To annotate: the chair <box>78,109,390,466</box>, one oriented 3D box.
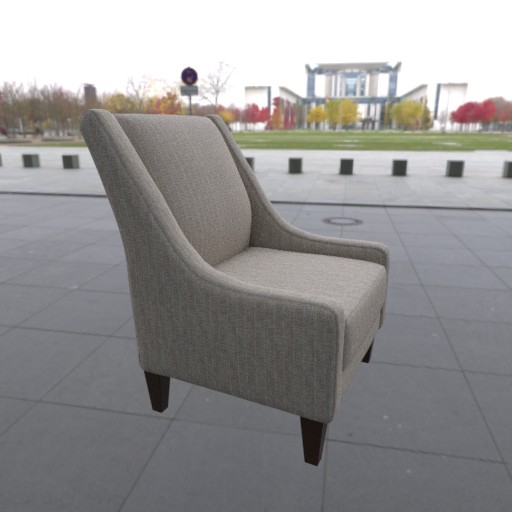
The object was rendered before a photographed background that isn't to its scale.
[{"bbox_3d":[0.000,0.000,1.626,0.870,1.014,0.774,8,18,25],"label":"chair"}]
